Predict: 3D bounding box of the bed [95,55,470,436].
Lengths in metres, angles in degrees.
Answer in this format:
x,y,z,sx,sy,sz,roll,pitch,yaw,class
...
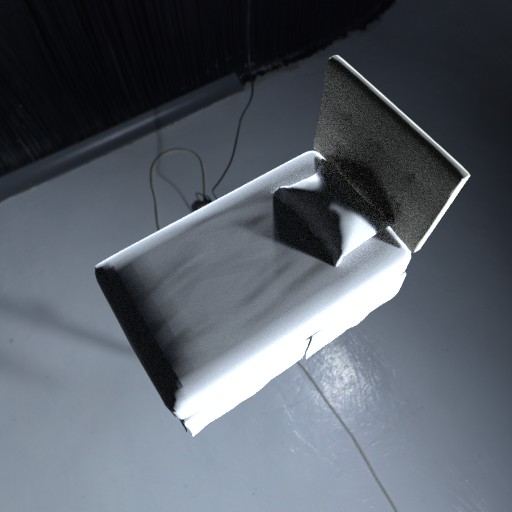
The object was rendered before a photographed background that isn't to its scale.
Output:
x,y,z,sx,sy,sz,roll,pitch,yaw,class
0.000,0.000,2.976,1.997,1.571,1.261,-30,66,-15,bed
